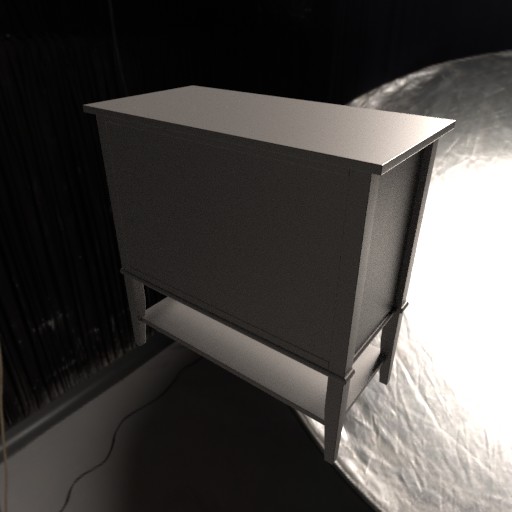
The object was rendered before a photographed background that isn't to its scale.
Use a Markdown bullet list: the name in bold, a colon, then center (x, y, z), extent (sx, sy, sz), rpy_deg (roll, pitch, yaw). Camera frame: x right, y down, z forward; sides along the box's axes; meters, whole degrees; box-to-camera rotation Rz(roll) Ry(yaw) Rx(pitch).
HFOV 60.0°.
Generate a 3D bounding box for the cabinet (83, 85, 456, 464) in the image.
- **cabinet**: center (0.000, 0.000, 1.237), extent (0.801, 0.780, 0.396), rpy_deg (21, 35, 32)
